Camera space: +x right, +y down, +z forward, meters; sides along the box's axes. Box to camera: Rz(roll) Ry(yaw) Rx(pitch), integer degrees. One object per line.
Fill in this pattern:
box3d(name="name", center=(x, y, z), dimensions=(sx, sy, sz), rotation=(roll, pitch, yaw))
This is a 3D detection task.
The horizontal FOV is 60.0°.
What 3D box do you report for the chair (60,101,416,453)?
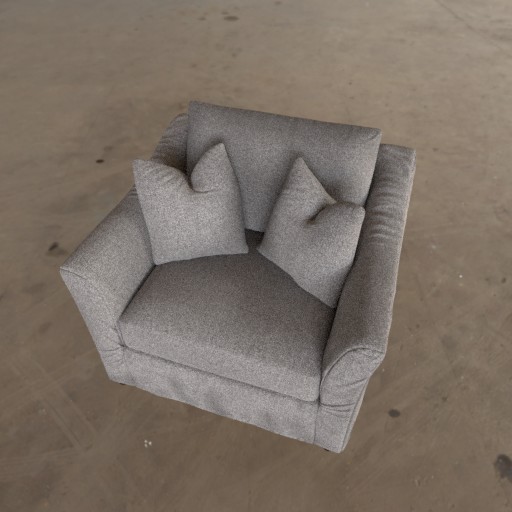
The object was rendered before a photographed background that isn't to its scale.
box3d(name="chair", center=(0.000, 0.000, 1.987), dimensions=(1.194, 1.059, 1.071), rotation=(13, 43, 14))
